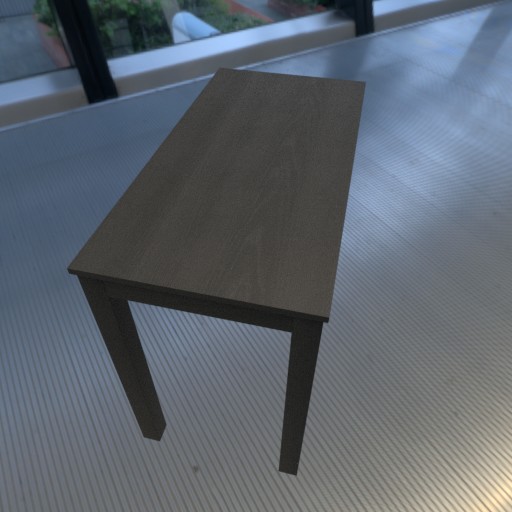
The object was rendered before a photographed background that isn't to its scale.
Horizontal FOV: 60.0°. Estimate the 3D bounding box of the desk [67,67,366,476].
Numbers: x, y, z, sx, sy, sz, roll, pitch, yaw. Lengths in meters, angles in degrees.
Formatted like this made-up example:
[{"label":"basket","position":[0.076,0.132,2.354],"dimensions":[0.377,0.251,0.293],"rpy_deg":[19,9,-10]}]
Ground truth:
[{"label":"desk","position":[0.000,0.000,1.409],"dimensions":[0.499,0.762,0.991],"rpy_deg":[10,45,10]}]
